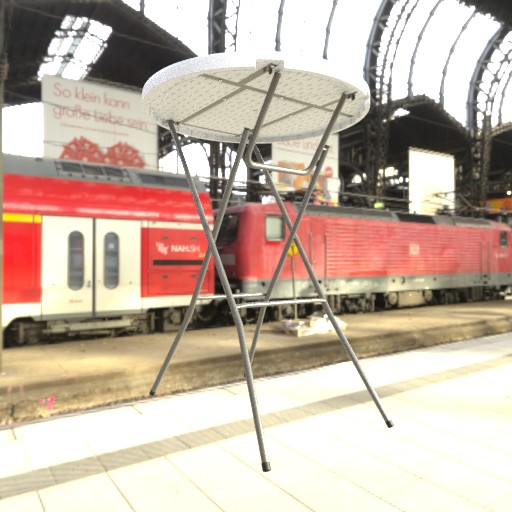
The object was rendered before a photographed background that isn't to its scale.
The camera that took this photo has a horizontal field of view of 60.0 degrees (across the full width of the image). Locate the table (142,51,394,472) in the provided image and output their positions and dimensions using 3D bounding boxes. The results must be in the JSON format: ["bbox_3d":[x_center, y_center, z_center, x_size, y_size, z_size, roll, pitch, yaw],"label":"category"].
[{"bbox_3d":[0.000,0.000,1.587,0.792,1.105,0.795,0,-1,-36],"label":"table"}]
